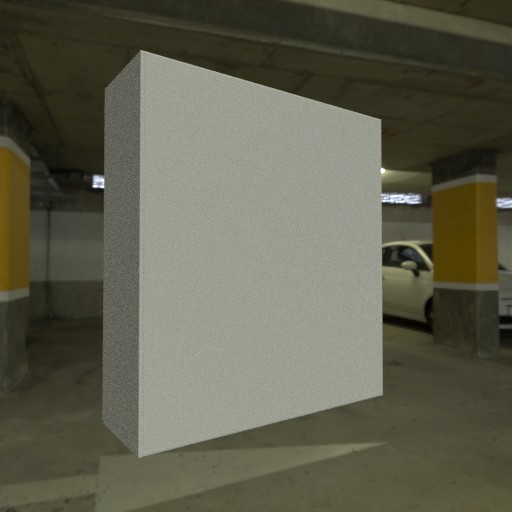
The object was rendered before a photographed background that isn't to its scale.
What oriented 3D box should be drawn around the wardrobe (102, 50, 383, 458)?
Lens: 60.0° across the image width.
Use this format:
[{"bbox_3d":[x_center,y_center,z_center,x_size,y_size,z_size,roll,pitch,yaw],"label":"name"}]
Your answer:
[{"bbox_3d":[0.000,0.000,2.961,1.830,2.020,0.600,1,-2,-35],"label":"wardrobe"}]
